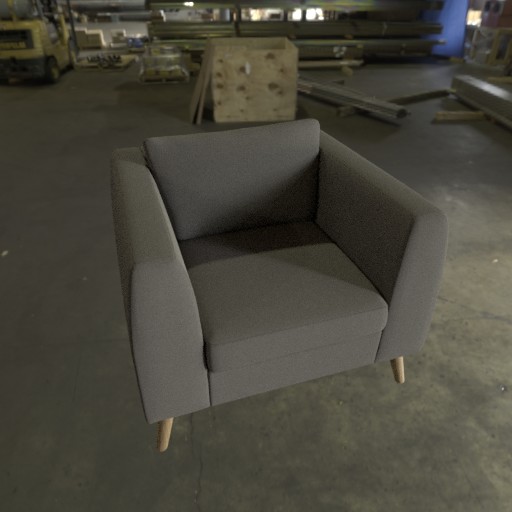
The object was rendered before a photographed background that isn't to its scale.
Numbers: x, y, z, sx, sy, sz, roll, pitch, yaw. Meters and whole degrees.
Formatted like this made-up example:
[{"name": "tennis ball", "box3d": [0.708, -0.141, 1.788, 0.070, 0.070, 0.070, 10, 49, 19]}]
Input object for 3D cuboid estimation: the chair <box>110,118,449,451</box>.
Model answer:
[{"name": "chair", "box3d": [0.000, 0.000, 1.695, 1.000, 0.860, 0.930, -10, 34, -15]}]
